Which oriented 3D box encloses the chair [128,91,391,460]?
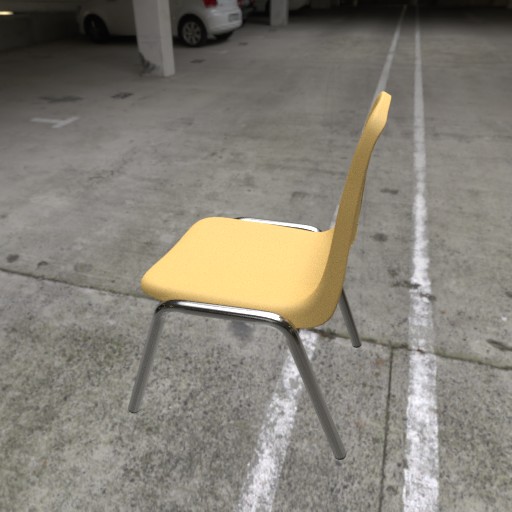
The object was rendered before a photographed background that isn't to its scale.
[{"bbox_3d":[0.000,0.000,0.821,0.423,0.586,0.354,8,30,15],"label":"chair"}]
